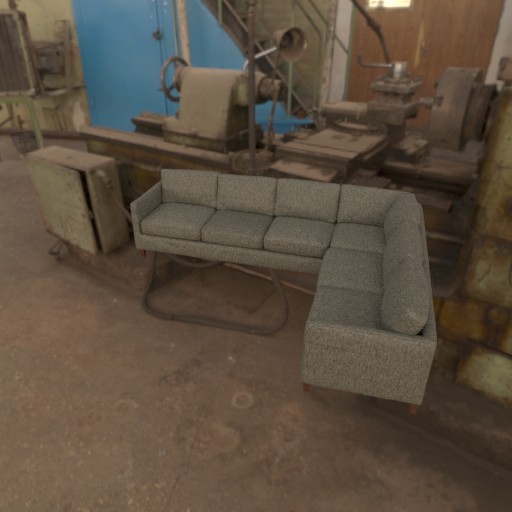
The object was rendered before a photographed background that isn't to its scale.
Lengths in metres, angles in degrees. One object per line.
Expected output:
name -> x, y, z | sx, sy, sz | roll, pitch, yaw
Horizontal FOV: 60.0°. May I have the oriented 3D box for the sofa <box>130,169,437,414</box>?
sofa -> 0.000, 0.000, 4.577 | 3.302, 0.947, 2.593 | 8, 31, 13
